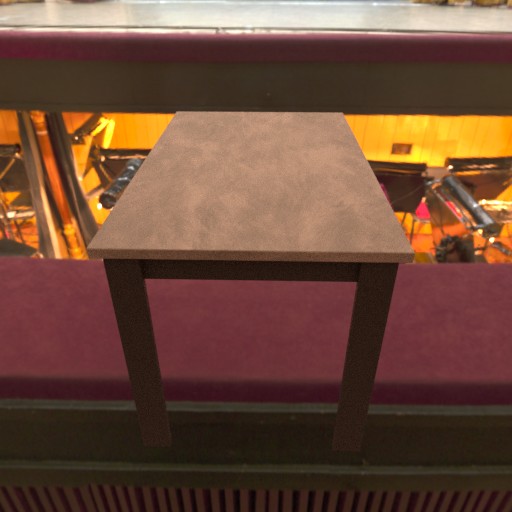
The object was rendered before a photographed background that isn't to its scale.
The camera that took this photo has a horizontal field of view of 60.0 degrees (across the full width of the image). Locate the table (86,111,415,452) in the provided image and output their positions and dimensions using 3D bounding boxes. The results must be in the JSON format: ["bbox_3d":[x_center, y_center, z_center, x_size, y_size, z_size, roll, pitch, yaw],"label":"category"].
[{"bbox_3d":[0.000,0.000,1.601,0.700,0.734,1.100,1,33,1],"label":"table"}]
